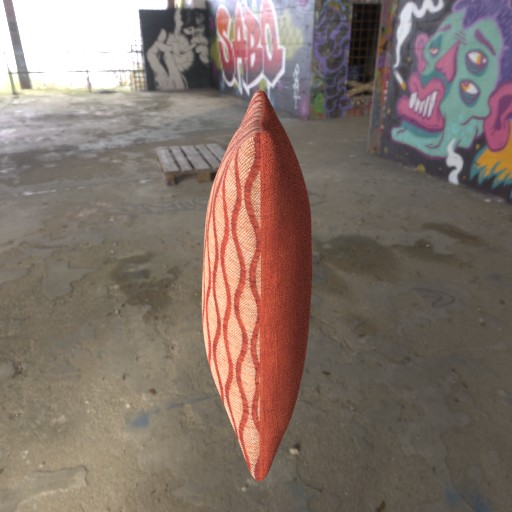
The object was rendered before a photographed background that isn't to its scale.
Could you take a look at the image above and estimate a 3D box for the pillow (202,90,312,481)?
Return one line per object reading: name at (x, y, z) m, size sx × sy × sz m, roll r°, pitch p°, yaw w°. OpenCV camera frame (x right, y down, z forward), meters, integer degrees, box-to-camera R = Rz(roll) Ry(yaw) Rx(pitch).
pillow at (0.000, 0.000, 0.660) m, size 0.159 × 0.434 × 0.429 m, roll 0°, pitch 26°, yaw -1°
